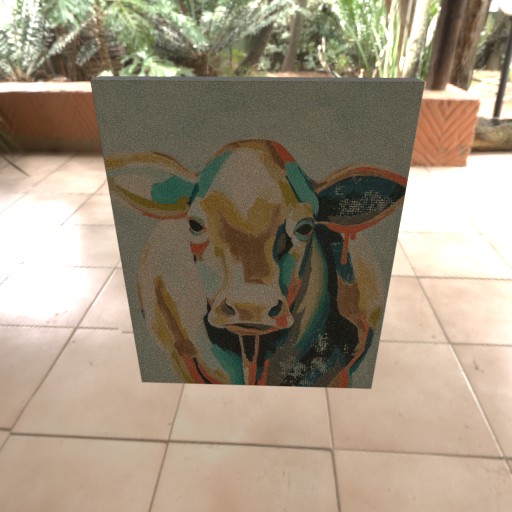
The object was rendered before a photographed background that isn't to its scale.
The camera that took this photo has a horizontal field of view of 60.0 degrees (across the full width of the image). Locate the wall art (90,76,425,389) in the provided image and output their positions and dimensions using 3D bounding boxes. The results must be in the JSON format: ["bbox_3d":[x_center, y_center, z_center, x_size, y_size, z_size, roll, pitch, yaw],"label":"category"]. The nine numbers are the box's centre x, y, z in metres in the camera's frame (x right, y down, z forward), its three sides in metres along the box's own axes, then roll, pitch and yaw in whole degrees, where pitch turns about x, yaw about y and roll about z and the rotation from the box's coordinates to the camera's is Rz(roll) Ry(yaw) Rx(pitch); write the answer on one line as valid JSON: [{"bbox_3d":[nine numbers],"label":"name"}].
[{"bbox_3d":[0.000,0.000,0.680,0.409,0.509,0.037,1,29,2],"label":"wall art"}]
